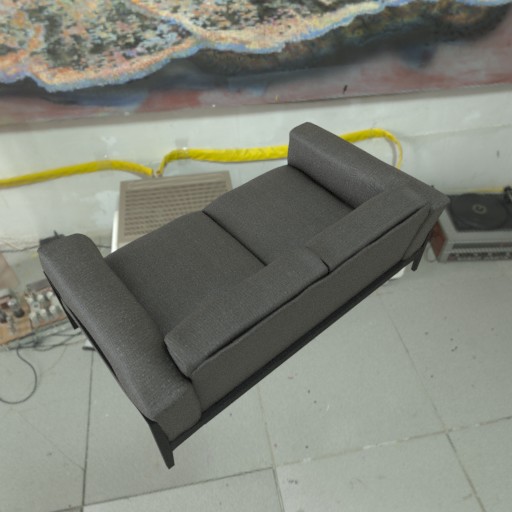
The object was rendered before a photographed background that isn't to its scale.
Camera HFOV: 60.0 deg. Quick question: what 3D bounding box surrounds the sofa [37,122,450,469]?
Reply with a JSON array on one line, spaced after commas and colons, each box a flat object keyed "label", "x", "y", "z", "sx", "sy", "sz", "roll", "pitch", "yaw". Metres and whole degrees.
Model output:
[{"label": "sofa", "x": 0.000, "y": 0.000, "z": 2.157, "sx": 1.690, "sy": 0.656, "sz": 0.960, "roll": -32, "pitch": 54, "yaw": -26}]
